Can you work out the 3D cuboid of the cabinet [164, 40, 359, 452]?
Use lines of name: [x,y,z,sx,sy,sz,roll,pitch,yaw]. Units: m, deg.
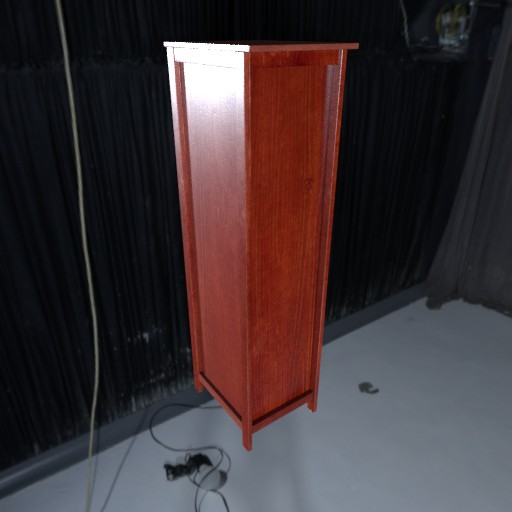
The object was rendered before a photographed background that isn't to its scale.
cabinet: [0.000,0.000,1.748,0.401,1.518,0.500,-18,32,-31]
